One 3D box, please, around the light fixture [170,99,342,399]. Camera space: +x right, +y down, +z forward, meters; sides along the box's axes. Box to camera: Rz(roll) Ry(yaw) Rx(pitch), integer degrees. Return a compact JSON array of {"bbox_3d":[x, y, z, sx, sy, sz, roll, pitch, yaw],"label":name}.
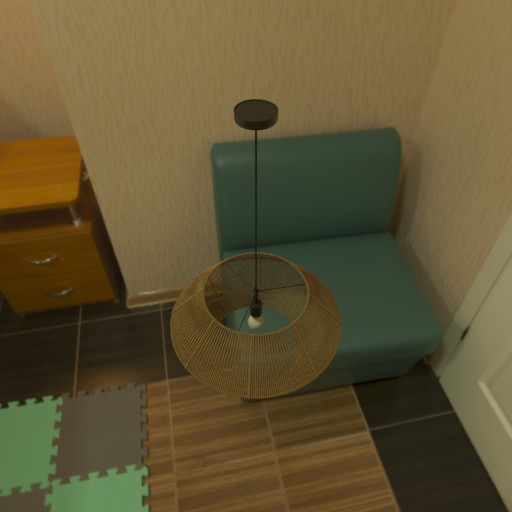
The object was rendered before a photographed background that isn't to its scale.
[{"bbox_3d":[0.000,0.000,1.420,0.643,1.009,0.643,0,46,0],"label":"light fixture"}]
